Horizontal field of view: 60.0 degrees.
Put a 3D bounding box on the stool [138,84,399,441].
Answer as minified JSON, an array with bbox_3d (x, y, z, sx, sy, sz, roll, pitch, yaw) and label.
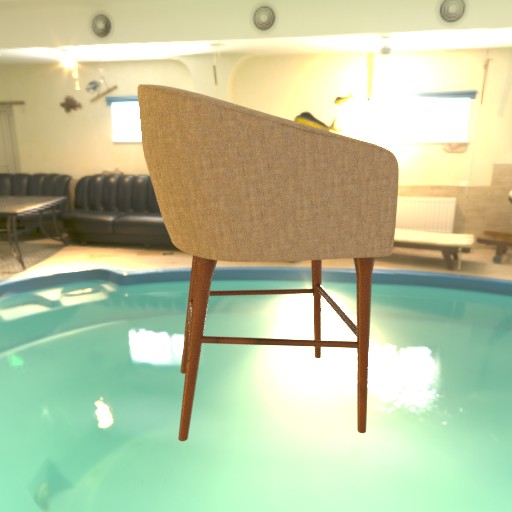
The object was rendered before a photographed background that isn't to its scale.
[{"bbox_3d":[0.000,0.000,1.340,0.635,0.952,0.559,-2,15,-8],"label":"stool"}]
